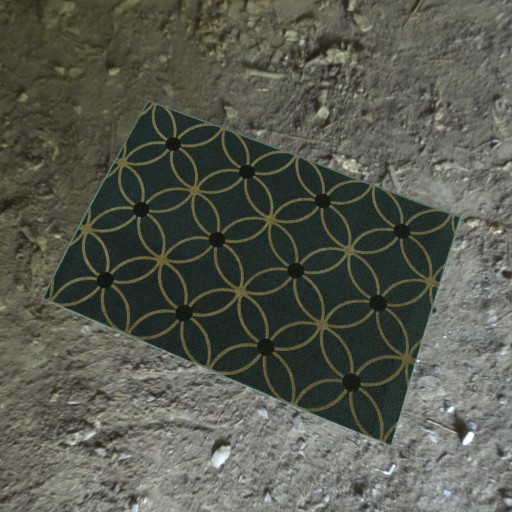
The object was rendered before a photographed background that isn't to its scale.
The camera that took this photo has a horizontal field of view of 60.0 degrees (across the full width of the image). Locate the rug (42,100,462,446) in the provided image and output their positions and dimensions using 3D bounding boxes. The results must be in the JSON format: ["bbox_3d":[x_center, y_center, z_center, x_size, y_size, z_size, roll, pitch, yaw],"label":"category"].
[{"bbox_3d":[0.000,0.000,2.821,2.284,0.008,1.522,21,76,5],"label":"rug"}]
